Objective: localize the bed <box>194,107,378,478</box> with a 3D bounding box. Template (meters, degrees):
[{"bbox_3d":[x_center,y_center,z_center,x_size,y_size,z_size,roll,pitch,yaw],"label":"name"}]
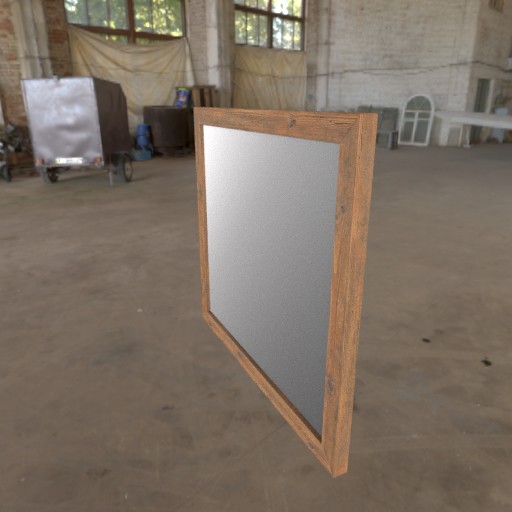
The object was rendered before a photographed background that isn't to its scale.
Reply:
[{"bbox_3d":[0.000,0.000,1.498,0.046,0.942,1.046,-9,21,-25],"label":"bed"}]
